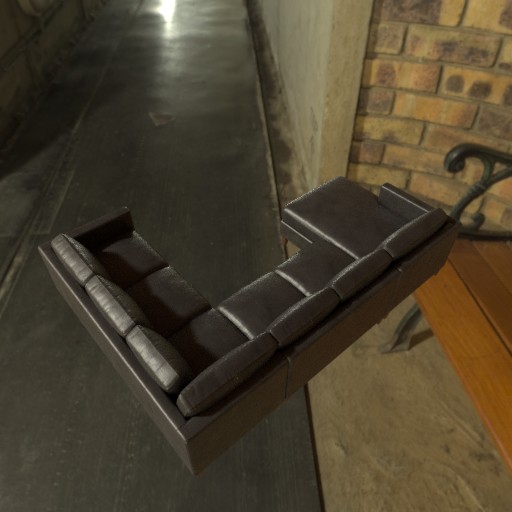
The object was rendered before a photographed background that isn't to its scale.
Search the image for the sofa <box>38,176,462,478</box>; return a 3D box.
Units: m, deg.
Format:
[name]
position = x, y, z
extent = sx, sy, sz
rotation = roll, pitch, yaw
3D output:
[sofa]
position = 0.000, 0.000, 4.478
extent = 3.324, 0.891, 2.452
rotation = -32, 53, -28
